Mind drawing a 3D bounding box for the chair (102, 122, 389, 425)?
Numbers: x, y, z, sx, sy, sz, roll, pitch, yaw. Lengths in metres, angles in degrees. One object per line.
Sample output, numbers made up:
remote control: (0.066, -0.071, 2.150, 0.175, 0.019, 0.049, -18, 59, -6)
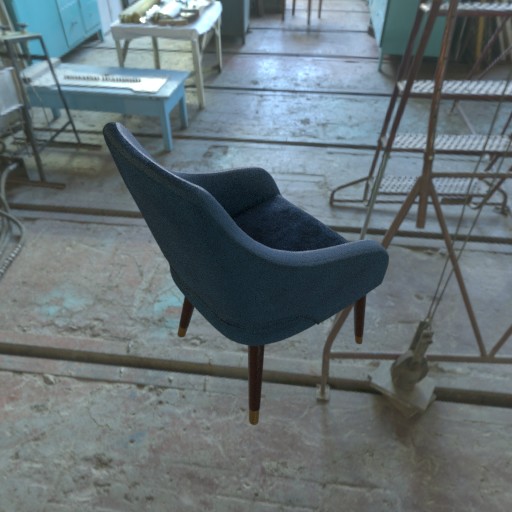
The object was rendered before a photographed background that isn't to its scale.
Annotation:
chair: (0.000, 0.000, 1.607, 0.794, 1.081, 0.683, -28, 49, -28)
